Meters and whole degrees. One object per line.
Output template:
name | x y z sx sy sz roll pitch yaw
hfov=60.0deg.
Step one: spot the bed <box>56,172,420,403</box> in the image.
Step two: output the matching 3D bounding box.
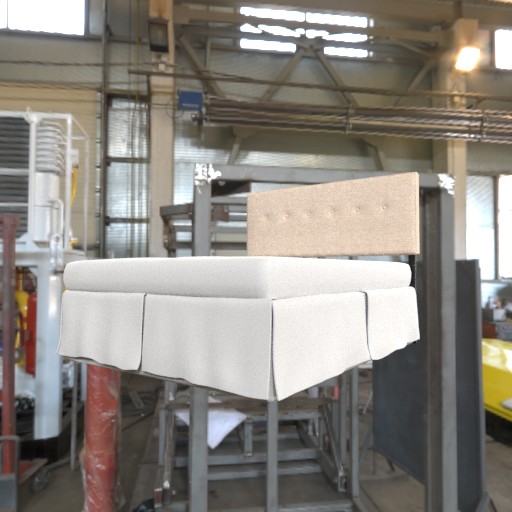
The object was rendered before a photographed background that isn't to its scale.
bed | 0.000 0.000 2.984 1.643 1.270 1.978 -1 -2 36
